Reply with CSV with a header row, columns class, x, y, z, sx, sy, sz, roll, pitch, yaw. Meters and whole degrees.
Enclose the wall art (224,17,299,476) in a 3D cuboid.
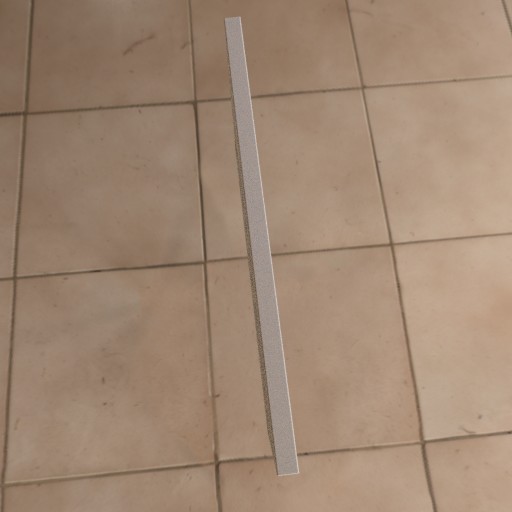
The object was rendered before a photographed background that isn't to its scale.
class,x,y,z,sx,sy,sz,roll,pitch,yaw
wall art,0.000,0.000,1.117,0.038,0.601,0.898,-6,75,-2
